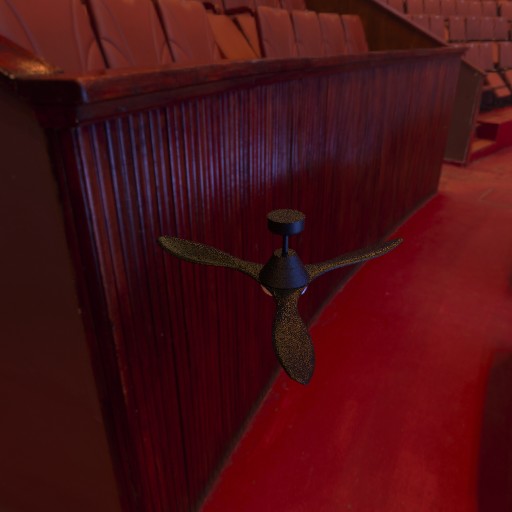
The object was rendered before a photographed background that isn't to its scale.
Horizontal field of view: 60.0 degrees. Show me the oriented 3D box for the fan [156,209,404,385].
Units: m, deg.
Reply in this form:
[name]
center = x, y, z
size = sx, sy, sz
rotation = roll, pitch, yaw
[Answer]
[fan]
center = 0.000, 0.000, 1.678
size = 1.067, 0.305, 1.067
rotation = 8, 28, 16
